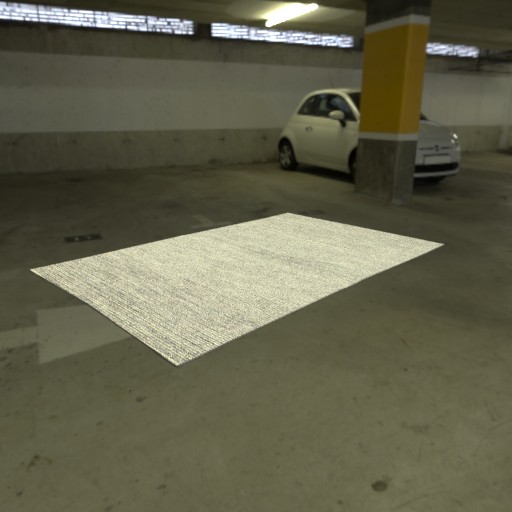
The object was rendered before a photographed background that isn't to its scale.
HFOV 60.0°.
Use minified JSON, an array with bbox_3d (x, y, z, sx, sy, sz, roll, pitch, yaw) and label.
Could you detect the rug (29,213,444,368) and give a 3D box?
[{"bbox_3d":[0.000,0.000,2.242,1.789,0.021,1.159,-16,24,-42],"label":"rug"}]
